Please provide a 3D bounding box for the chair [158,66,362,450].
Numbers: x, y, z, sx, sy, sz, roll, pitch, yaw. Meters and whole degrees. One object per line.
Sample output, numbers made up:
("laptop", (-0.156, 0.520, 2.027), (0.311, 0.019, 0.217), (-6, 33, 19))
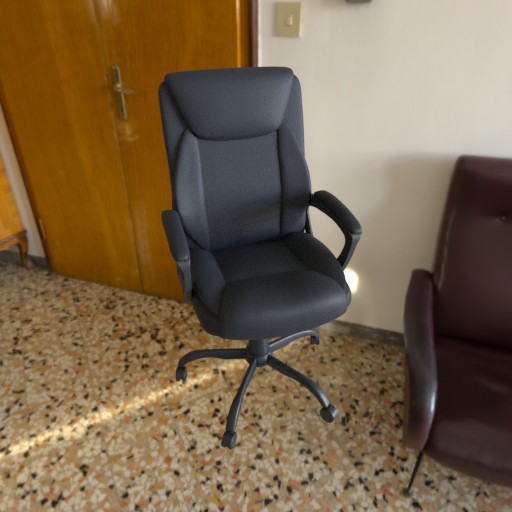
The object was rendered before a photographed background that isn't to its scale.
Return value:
("chair", (0.000, 0.000, 1.457), (0.615, 1.072, 0.655), (-9, 33, -14))
